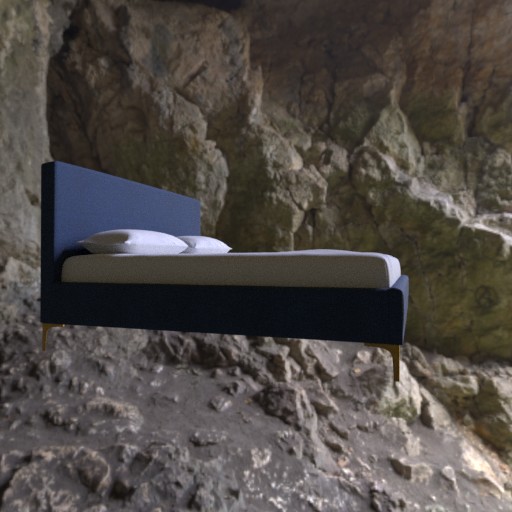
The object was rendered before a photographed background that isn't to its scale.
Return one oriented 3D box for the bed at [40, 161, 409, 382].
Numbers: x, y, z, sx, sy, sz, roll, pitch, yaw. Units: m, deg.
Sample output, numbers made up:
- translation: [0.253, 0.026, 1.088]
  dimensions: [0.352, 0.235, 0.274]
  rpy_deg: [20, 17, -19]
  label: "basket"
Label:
- translation: [0.000, 0.000, 3.463]
  dimensions: [2.232, 1.231, 2.096]
  rpy_deg: [0, -1, 20]
  label: "bed"
